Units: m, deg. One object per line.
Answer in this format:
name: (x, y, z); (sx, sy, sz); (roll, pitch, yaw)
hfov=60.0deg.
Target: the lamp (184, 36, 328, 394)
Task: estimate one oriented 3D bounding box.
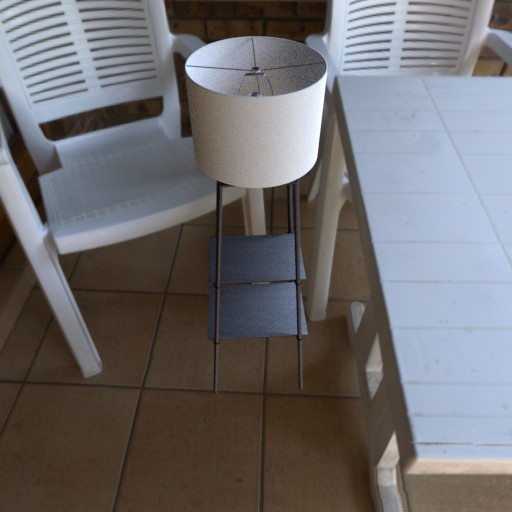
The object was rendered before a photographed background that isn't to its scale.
lamp: (0.000, 0.000, 1.702); (0.427, 1.474, 0.384); (-2, 47, -2)
